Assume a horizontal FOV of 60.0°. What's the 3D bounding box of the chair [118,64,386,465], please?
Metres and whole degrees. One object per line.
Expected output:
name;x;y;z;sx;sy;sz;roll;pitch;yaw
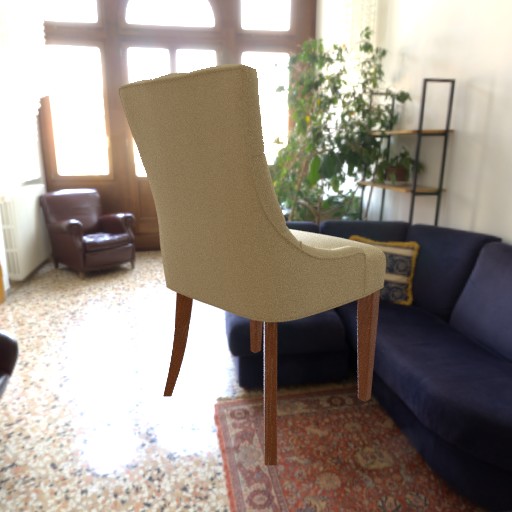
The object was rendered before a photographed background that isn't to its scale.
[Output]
chair;0.000;0.000;1.199;0.509;0.874;0.565;13;19;43
